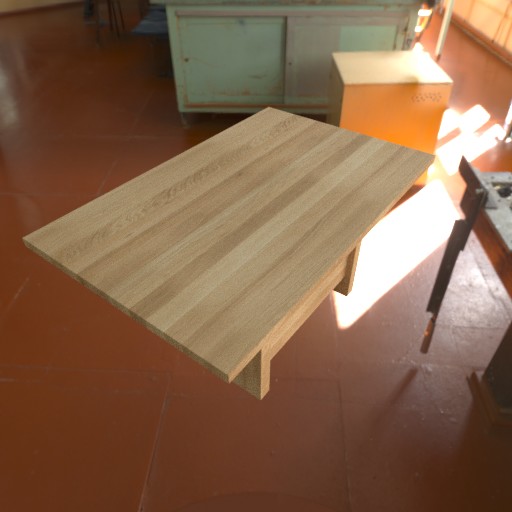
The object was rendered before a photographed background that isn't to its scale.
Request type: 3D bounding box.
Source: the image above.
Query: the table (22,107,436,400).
[{"bbox_3d":[0.000,0.000,1.494,0.700,0.510,1.100,26,47,27],"label":"table"}]
